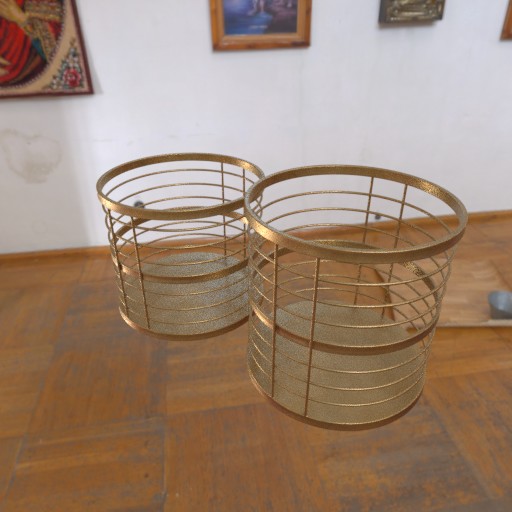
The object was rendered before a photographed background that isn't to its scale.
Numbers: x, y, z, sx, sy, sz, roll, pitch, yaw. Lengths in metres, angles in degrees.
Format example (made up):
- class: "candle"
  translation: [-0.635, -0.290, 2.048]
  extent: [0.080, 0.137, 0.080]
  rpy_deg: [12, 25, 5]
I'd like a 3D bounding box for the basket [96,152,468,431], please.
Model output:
- class: "basket"
  translation: [0.000, 0.000, 0.918]
  extent: [0.746, 0.351, 0.356]
  rpy_deg: [20, 36, 31]
